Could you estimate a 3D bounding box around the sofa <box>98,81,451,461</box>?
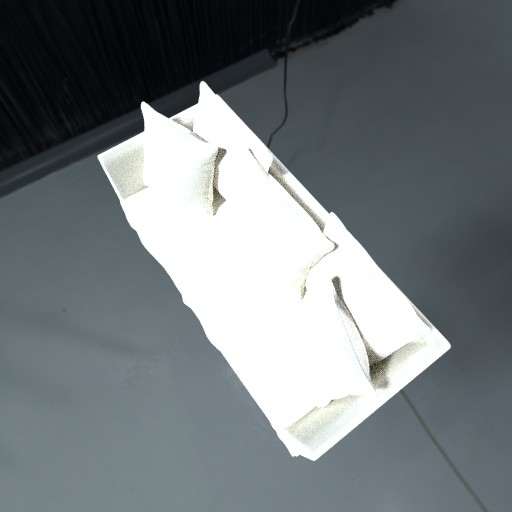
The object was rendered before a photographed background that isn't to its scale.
[{"bbox_3d":[0.000,0.000,2.863,1.031,1.034,2.290,-33,68,-15],"label":"sofa"}]
